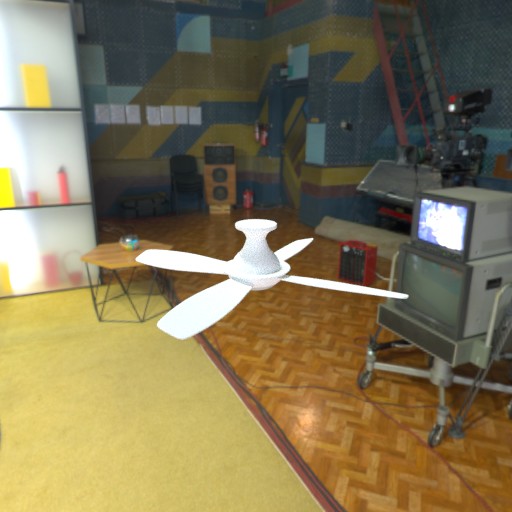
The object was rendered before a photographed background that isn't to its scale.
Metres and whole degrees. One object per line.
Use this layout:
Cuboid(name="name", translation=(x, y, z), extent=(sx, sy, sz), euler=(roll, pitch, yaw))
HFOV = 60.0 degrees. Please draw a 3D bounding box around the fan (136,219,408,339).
Cuboid(name="fan", translation=(0.000, 0.000, 2.548), extent=(1.693, 0.382, 1.694), euler=(8, 19, 25))
